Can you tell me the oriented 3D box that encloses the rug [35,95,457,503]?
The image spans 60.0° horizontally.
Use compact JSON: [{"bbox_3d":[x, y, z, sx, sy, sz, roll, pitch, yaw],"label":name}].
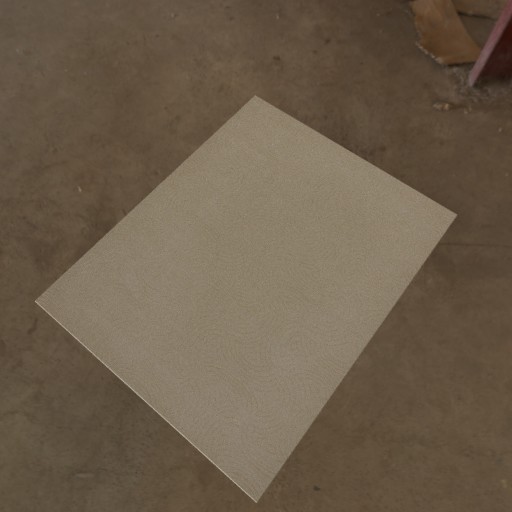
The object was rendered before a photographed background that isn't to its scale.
[{"bbox_3d":[0.000,0.000,3.394,2.073,0.011,2.584,36,69,16],"label":"rug"}]
